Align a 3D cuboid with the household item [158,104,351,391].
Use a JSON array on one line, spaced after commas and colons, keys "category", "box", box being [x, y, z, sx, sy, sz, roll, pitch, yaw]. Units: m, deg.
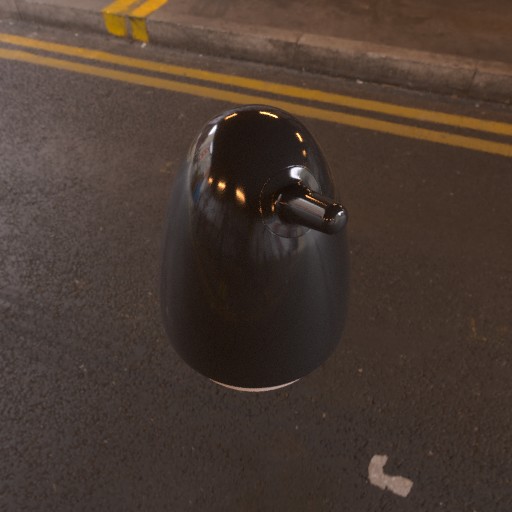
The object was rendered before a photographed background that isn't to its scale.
[{"category": "household item", "box": [0.000, 0.000, 0.217, 0.102, 0.152, 0.104, -24, 52, -20]}]
